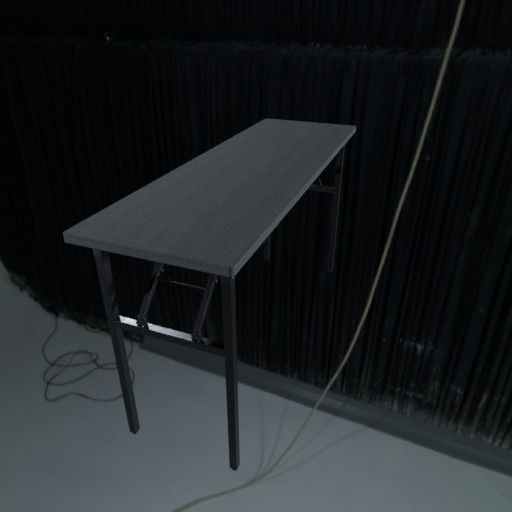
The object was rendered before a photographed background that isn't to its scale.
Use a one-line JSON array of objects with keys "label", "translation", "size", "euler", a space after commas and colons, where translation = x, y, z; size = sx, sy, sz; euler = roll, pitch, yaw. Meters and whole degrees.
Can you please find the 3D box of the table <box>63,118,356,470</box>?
[{"label": "table", "translation": [0.000, 0.000, 1.736], "size": [0.449, 0.750, 1.399], "euler": [11, 31, 19]}]
